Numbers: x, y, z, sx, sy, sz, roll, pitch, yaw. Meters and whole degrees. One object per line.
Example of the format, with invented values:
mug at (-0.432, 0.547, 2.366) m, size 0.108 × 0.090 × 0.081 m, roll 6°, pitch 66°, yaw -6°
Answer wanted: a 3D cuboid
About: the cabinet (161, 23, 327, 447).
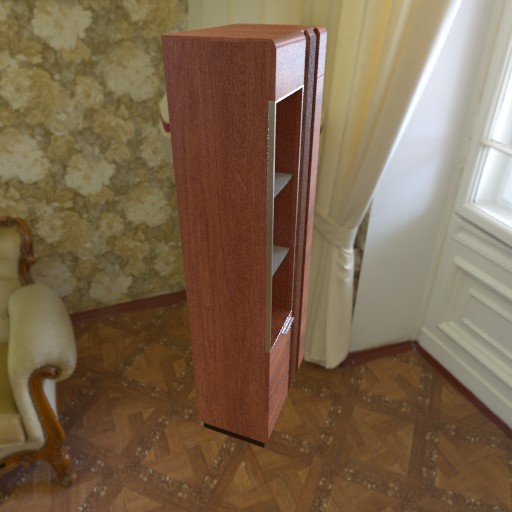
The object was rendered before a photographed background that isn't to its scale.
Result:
cabinet at (0.000, 0.000, 2.173) m, size 0.420 × 1.980 × 0.660 m, roll 11°, pitch 33°, yaw 18°
